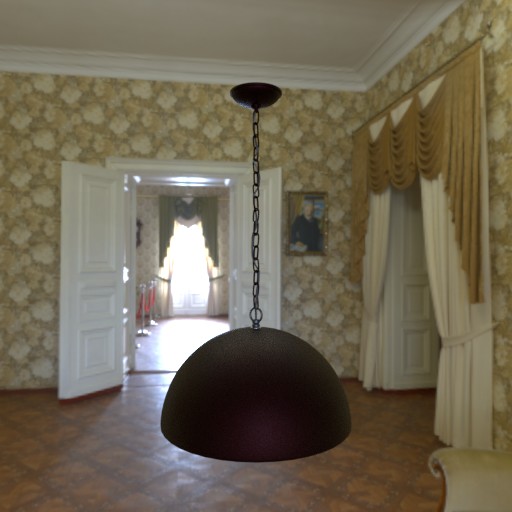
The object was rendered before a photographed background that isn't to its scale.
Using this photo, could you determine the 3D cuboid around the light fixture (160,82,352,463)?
[{"bbox_3d":[0.000,0.000,1.173,0.492,0.869,0.492,-1,-1,35],"label":"light fixture"}]
